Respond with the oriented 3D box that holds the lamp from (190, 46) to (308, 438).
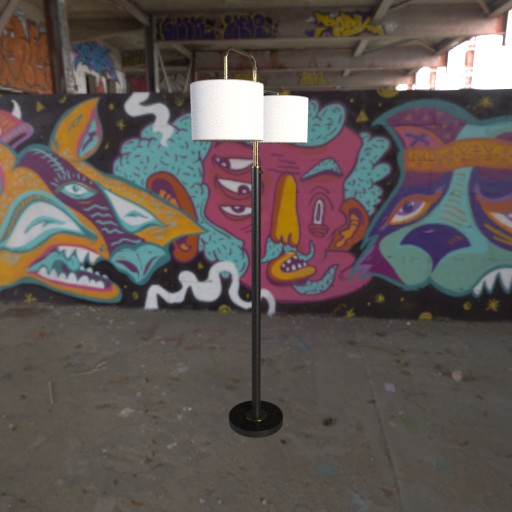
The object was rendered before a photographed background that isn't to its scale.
[{"bbox_3d":[0.000,0.000,1.895,0.254,1.587,0.711,6,15,25],"label":"lamp"}]
